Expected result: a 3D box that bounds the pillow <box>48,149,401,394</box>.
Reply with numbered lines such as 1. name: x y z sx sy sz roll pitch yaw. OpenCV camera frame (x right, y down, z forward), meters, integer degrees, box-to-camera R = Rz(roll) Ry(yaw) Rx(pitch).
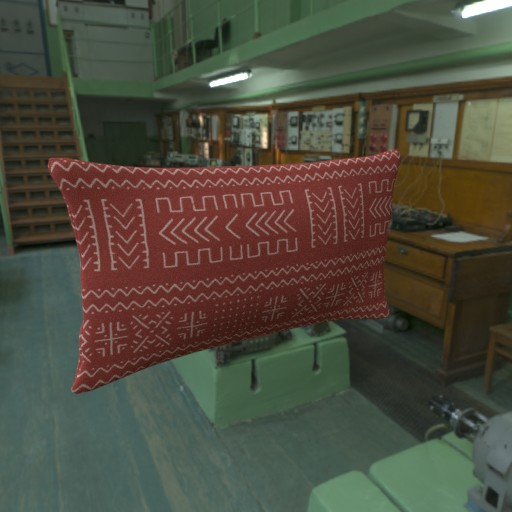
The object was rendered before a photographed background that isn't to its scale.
1. pillow: 0.000 0.000 0.776 0.640 0.352 0.130 -8 18 -27
